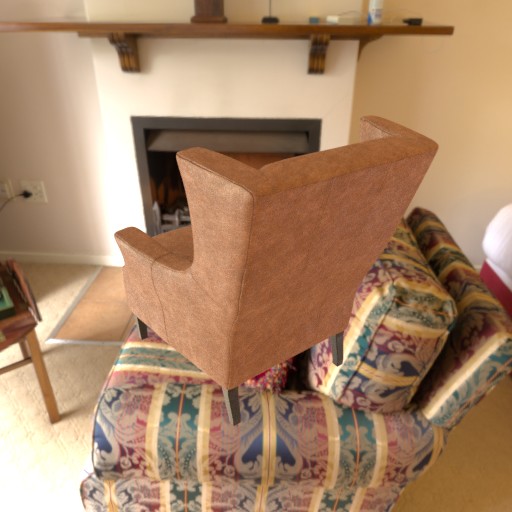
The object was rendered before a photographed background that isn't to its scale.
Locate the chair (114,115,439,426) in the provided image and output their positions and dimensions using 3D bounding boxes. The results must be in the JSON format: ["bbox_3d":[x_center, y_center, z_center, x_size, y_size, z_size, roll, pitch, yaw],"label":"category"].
[{"bbox_3d":[0.000,0.000,1.682,0.853,1.016,0.926,-19,35,-30],"label":"chair"}]
